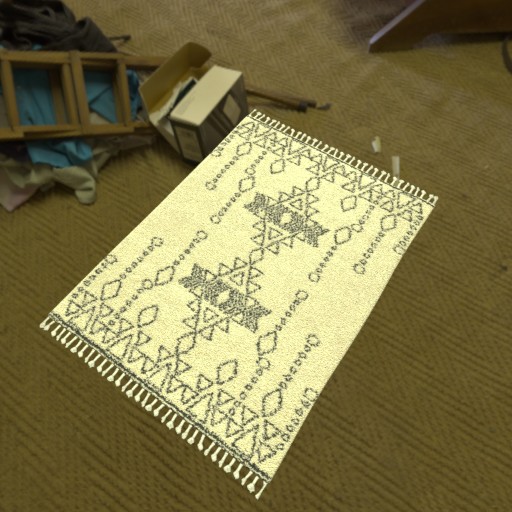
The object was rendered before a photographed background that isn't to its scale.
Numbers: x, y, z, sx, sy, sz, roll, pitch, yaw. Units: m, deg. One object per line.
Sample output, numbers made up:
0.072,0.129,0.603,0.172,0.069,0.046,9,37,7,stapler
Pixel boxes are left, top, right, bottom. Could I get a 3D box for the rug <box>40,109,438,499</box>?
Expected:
0.000,0.000,3.826,2.125,0.028,3.027,30,64,17,rug
